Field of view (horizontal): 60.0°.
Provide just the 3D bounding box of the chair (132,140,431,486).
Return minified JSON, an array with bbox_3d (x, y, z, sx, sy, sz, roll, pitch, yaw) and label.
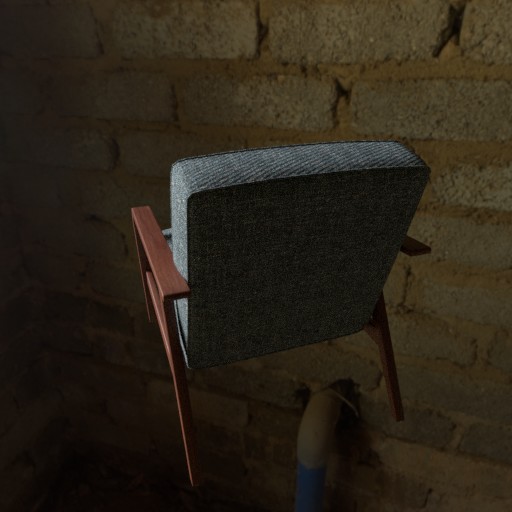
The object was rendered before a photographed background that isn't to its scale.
[{"bbox_3d":[0.000,0.000,1.481,0.719,0.864,0.889,-9,28,-18],"label":"chair"}]
